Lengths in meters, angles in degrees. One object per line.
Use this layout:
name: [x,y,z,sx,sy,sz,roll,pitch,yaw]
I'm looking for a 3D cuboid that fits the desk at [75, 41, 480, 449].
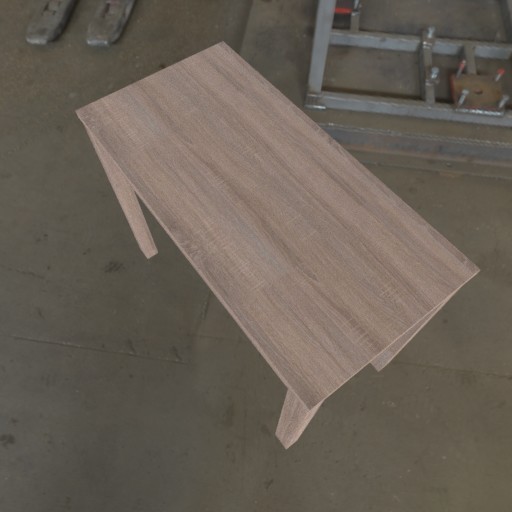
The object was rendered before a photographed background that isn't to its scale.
desk: [0.000,0.000,1.431,0.495,0.762,0.991,-33,66,-17]
